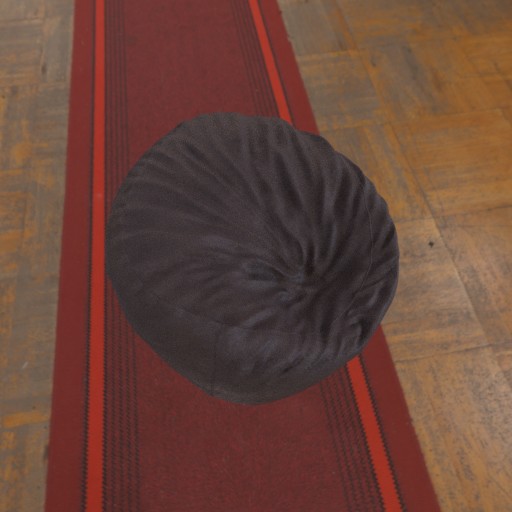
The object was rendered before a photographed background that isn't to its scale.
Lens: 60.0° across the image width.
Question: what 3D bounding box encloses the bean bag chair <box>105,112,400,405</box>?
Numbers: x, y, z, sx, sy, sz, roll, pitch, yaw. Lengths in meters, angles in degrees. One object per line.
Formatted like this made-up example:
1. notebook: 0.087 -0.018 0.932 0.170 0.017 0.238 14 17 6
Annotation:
1. bean bag chair: 0.000 0.000 2.053 1.245 0.821 1.245 0 59 0
